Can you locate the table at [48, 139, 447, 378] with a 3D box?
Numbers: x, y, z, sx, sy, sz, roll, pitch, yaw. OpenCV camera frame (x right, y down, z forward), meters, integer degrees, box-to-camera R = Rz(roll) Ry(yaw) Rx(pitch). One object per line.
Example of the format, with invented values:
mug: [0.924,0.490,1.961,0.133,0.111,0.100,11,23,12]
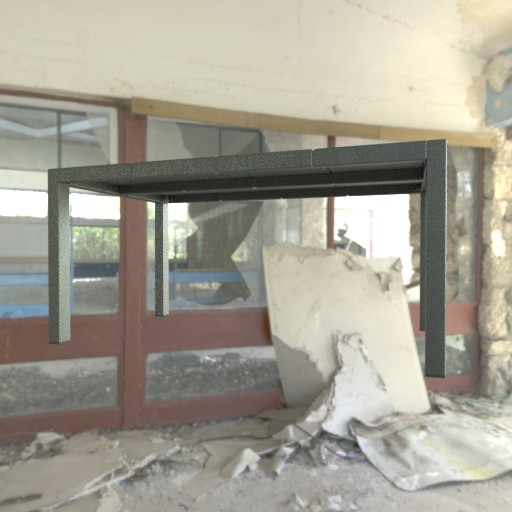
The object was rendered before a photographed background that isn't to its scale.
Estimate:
table: [0.000,0.000,1.269,0.965,0.460,0.559,0,1,19]
